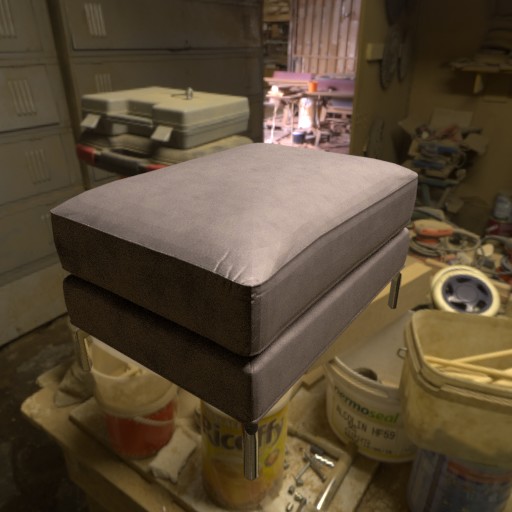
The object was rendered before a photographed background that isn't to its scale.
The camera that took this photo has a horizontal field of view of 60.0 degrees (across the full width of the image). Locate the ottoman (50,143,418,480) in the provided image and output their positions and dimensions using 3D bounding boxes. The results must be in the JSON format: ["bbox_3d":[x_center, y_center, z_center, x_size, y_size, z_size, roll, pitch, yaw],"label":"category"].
[{"bbox_3d":[0.000,0.000,1.062,0.520,0.456,0.719,18,31,32],"label":"ottoman"}]
